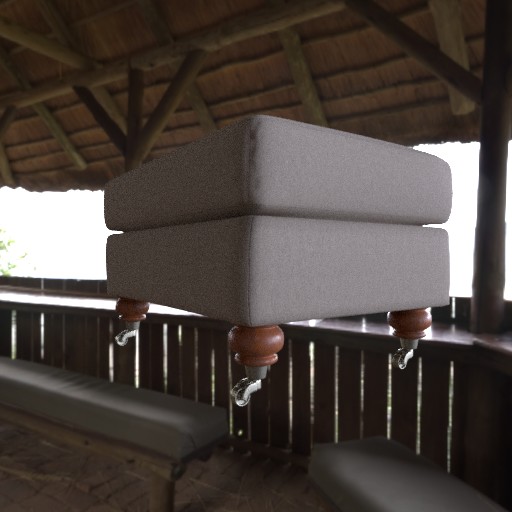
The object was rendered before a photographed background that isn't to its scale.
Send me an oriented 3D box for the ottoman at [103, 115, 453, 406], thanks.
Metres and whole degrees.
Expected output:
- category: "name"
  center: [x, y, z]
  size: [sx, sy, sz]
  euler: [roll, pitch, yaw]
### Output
- category: "ottoman"
  center: [0.000, 0.000, 1.121]
  size: [0.574, 0.497, 0.773]
  euler: [0, 0, -35]
